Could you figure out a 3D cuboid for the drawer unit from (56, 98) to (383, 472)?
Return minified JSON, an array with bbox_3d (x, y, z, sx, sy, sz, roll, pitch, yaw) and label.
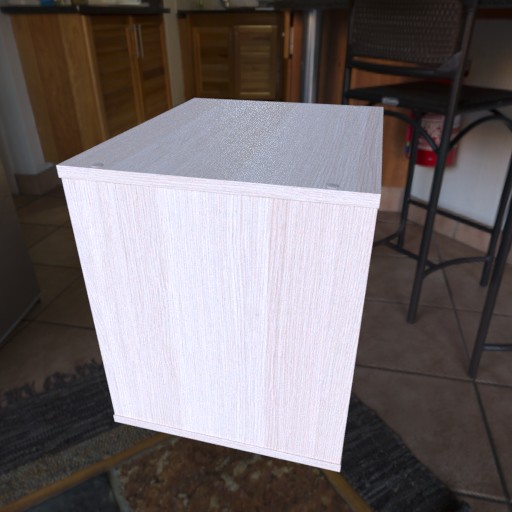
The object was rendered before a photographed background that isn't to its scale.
[{"bbox_3d":[0.000,0.000,0.608,0.290,0.344,0.349,7,30,12],"label":"drawer unit"}]
